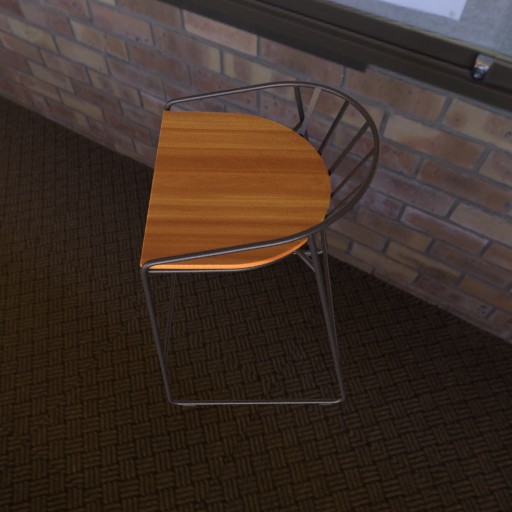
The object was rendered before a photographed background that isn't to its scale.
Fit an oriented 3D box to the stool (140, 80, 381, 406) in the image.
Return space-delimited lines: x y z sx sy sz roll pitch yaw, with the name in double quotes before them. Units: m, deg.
"stool" 0.000 0.000 1.138 0.521 0.812 0.546 -1 57 0
